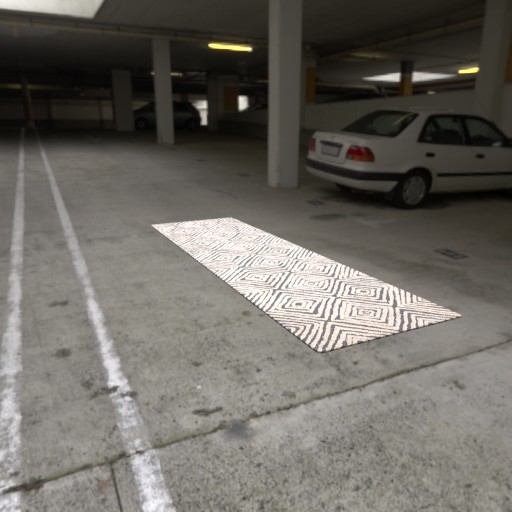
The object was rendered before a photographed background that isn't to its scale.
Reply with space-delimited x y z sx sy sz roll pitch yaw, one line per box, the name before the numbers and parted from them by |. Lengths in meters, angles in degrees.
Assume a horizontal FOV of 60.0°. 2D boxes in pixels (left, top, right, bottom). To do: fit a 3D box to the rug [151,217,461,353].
rug | 0.000 0.000 2.572 0.676 0.008 2.277 -8 18 -25
